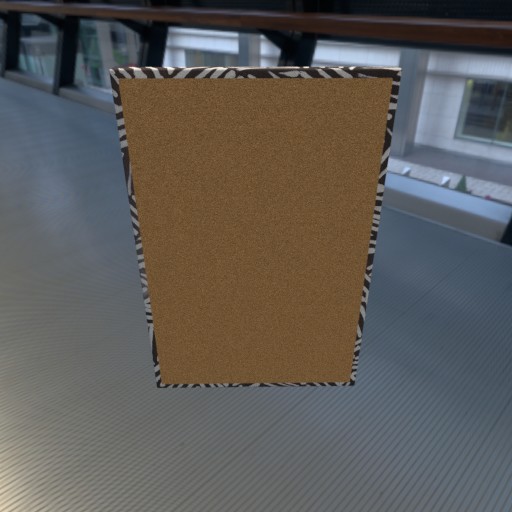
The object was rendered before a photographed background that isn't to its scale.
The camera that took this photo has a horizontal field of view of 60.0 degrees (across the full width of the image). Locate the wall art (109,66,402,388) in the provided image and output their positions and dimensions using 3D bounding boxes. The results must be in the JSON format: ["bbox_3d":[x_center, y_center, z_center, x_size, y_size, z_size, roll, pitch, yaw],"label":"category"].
[{"bbox_3d":[0.000,0.000,1.167,0.615,0.918,0.035,0,29,-1],"label":"wall art"}]
